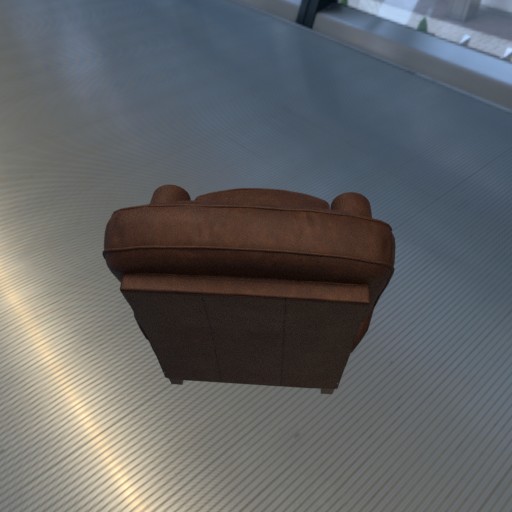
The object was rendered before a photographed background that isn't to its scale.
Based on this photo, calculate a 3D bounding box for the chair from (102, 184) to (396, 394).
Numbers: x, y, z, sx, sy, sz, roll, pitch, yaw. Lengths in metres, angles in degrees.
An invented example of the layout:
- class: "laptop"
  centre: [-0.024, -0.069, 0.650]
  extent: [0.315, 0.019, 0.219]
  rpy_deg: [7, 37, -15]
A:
- class: "chair"
  centre: [0.000, 0.000, 1.770]
  extent: [0.936, 1.018, 0.986]
  rpy_deg: [3, 45, 3]
